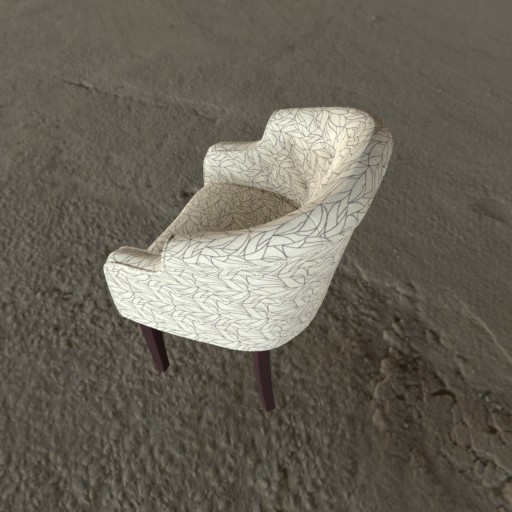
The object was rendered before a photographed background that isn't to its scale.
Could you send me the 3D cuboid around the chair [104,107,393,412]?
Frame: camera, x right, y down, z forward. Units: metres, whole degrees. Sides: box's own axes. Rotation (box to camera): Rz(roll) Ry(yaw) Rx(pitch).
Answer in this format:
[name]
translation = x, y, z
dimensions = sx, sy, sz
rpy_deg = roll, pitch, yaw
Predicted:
[chair]
translation = 0.000, 0.000, 1.327
dimensions = 0.613, 0.858, 0.686
rpy_deg = 18, 48, 16
